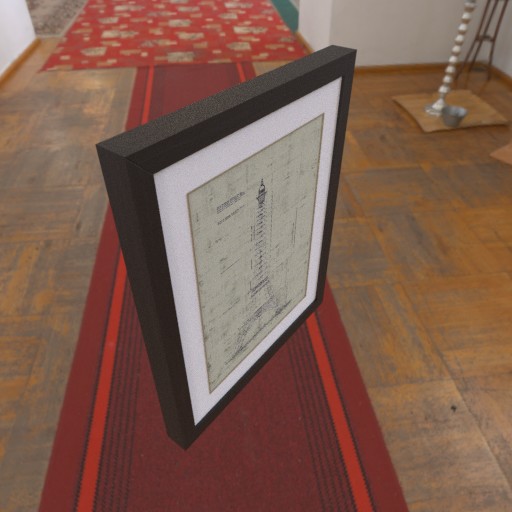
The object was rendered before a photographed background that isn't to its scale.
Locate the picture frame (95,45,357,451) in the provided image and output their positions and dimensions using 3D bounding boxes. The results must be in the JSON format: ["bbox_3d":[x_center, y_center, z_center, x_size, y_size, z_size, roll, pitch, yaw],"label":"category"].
[{"bbox_3d":[0.000,0.000,0.735,0.044,0.555,0.452,26,46,28],"label":"picture frame"}]
